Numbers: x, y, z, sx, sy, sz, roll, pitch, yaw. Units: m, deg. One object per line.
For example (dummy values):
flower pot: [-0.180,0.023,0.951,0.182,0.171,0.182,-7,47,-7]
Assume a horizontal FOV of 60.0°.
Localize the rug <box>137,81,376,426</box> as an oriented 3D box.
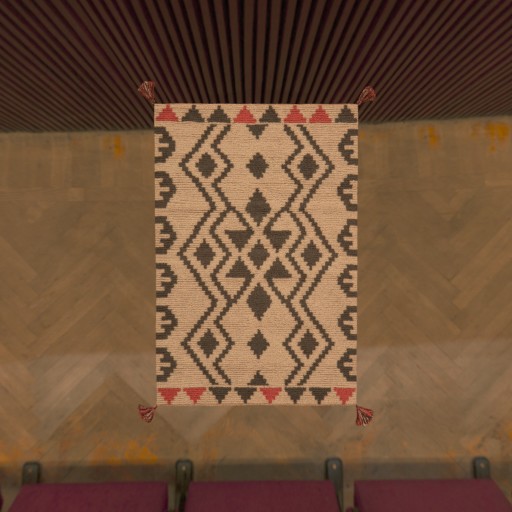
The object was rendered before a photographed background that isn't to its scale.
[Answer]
rug: [0.000,0.000,2.662,1.444,0.067,2.069,0,92,-1]
